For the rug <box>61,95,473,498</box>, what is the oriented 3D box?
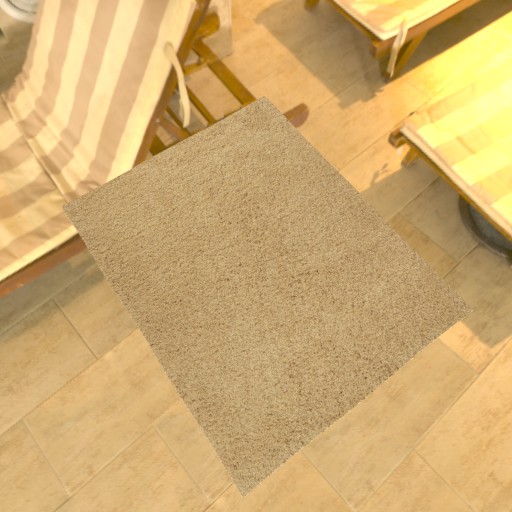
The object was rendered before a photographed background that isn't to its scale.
[{"bbox_3d":[0.000,0.000,3.993,2.400,0.025,3.000,-33,69,-14],"label":"rug"}]
